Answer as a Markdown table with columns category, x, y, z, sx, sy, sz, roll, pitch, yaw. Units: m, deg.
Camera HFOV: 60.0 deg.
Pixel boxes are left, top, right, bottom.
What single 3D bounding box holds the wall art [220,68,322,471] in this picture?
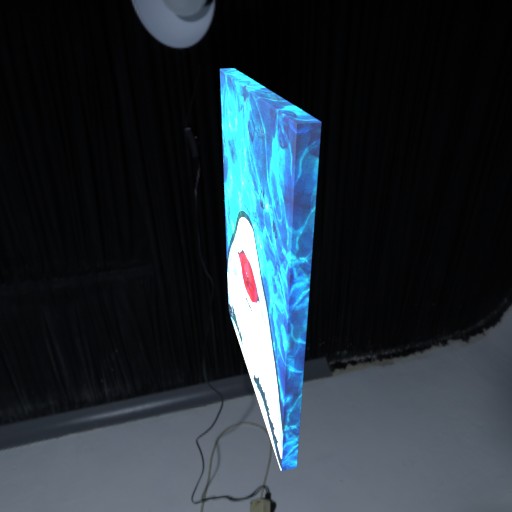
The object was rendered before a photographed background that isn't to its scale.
| category | x | y | z | sx | sy | sz | roll | pitch | yaw |
| --- | --- | --- | --- | --- | --- | --- | --- | --- | --- |
| wall art | 0.000 | 0.000 | 1.058 | 0.038 | 0.760 | 0.609 | -7 | 30 | -12 |
